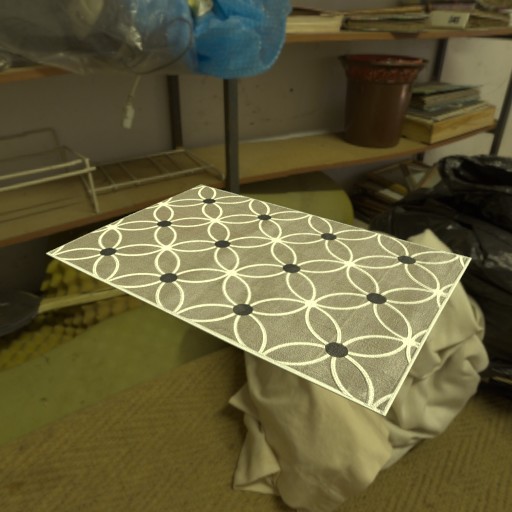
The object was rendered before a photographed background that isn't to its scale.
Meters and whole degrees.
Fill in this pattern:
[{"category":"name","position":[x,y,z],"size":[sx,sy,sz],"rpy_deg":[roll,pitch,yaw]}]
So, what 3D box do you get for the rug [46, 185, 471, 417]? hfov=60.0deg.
[{"category":"rug","position":[0.000,0.000,2.845],"size":[2.284,0.008,1.522],"rpy_deg":[19,35,30]}]
